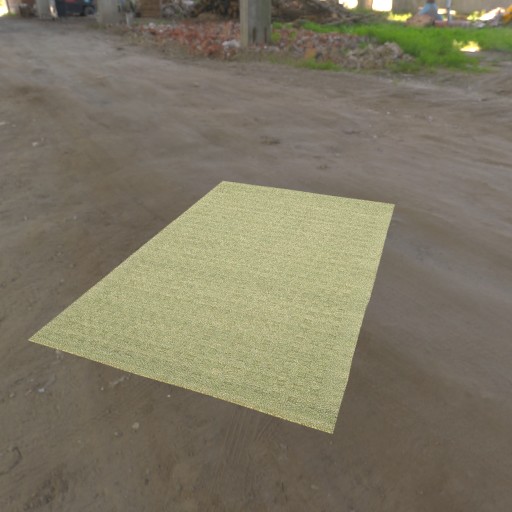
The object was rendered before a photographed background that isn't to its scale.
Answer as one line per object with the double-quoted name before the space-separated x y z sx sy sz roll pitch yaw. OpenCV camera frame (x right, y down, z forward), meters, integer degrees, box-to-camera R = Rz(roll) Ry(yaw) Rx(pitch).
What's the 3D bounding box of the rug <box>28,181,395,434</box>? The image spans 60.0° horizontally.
"rug" 0.000 0.000 2.164 1.143 0.006 1.747 11 32 18
